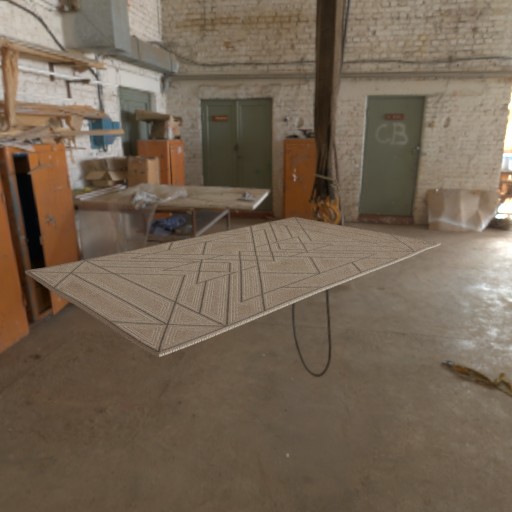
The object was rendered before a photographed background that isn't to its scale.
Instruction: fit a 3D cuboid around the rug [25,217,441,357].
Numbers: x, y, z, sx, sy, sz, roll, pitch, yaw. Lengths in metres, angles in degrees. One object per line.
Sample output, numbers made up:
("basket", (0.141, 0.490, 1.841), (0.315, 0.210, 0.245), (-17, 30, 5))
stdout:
("rug", (0.000, 0.000, 1.049), (0.869, 0.008, 0.511), (-15, 22, -42))
